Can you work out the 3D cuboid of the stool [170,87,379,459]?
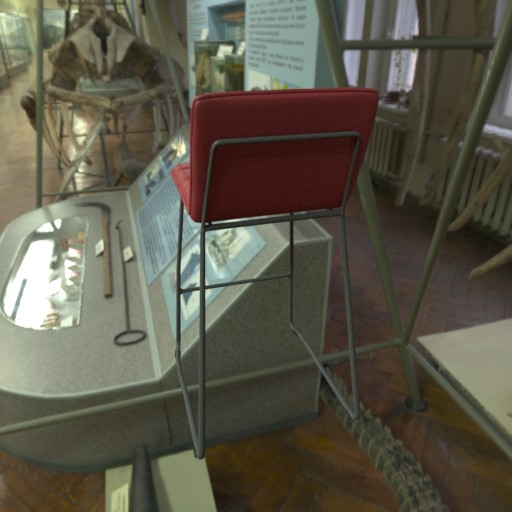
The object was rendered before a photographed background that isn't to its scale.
[{"bbox_3d":[0.000,0.000,1.259,0.489,0.937,0.524,-8,27,-15],"label":"stool"}]
